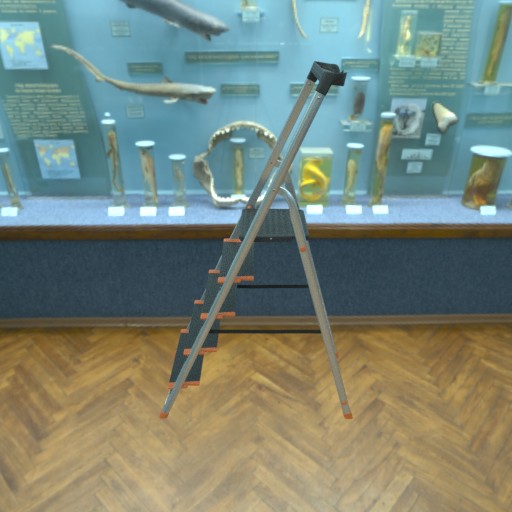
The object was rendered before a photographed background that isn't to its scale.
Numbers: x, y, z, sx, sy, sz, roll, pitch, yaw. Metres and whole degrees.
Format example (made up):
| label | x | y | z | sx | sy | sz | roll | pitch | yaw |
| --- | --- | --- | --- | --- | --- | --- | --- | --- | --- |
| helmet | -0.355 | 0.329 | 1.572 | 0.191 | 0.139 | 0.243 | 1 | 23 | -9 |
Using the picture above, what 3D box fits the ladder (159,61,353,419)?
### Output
| label | x | y | z | sx | sy | sz | roll | pitch | yaw |
| --- | --- | --- | --- | --- | --- | --- | --- | --- | --- |
| ladder | 0.000 | 0.000 | 2.074 | 0.995 | 1.646 | 0.480 | 0 | 29 | 0 |
